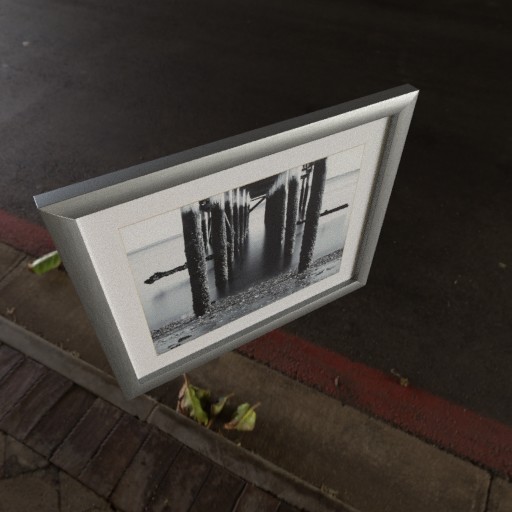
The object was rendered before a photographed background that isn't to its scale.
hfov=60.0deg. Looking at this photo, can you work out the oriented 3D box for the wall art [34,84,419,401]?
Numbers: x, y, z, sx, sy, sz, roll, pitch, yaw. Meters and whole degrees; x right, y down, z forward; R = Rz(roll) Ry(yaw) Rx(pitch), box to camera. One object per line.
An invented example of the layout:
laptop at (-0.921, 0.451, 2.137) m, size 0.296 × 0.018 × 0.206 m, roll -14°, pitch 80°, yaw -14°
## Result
wall art at (0.000, 0.000, 0.745) m, size 0.556 × 0.457 × 0.028 m, roll -23°, pitch 50°, yaw -20°
